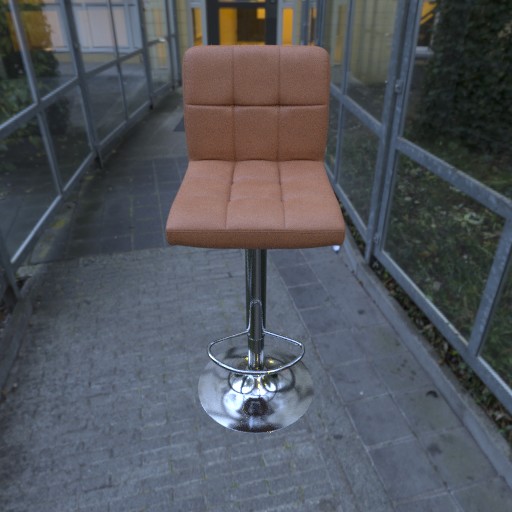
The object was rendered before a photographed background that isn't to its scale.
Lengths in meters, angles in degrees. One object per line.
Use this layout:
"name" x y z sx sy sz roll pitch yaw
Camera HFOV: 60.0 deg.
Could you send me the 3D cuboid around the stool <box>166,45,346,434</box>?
"stool" 0.000 0.000 1.343 0.430 1.115 0.505 0 31 0
